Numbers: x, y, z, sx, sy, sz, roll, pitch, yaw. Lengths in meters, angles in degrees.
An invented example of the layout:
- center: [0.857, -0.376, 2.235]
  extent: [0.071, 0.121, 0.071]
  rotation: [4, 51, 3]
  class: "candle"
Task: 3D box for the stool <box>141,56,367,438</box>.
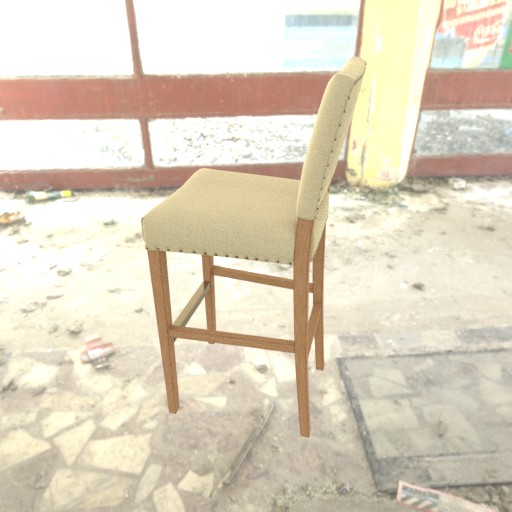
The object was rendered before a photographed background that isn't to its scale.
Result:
- center: [0.000, 0.000, 1.412]
  extent: [0.546, 1.143, 0.428]
  rotation: [8, 31, 14]
  class: "stool"
